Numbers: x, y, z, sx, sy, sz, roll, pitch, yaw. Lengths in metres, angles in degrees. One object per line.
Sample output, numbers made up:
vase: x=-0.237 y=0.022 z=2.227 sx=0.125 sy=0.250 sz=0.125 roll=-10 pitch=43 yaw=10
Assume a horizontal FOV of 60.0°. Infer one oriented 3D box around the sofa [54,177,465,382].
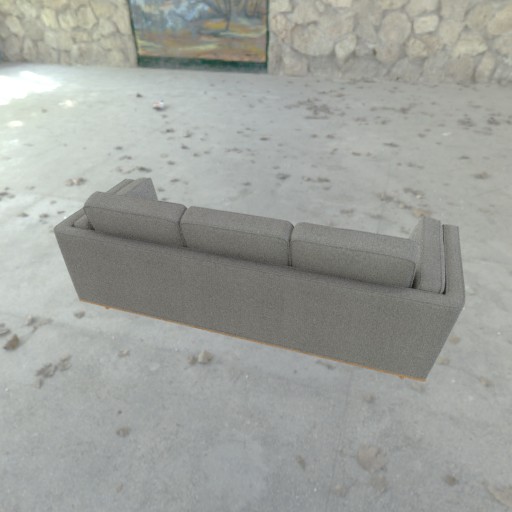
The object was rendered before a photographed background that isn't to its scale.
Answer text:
sofa: x=0.000 y=0.000 z=2.837 sx=2.362 sy=0.899 sz=0.903 roll=10 pitch=34 yaw=16
